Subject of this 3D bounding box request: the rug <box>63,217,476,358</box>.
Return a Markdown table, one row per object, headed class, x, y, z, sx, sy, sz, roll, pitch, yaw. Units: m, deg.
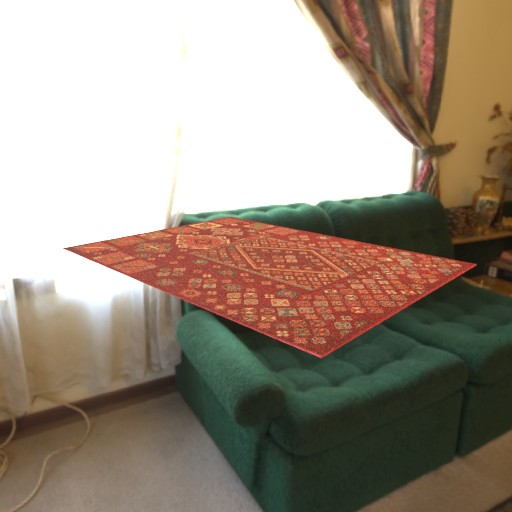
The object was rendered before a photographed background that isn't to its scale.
| class | x | y | z | sx | sy | sz | roll | pitch | yaw |
| --- | --- | --- | --- | --- | --- | --- | --- | --- | --- |
| rug | 0.000 | 0.000 | 4.336 | 3.306 | 0.011 | 2.389 | 15 | 22 | 42 |
